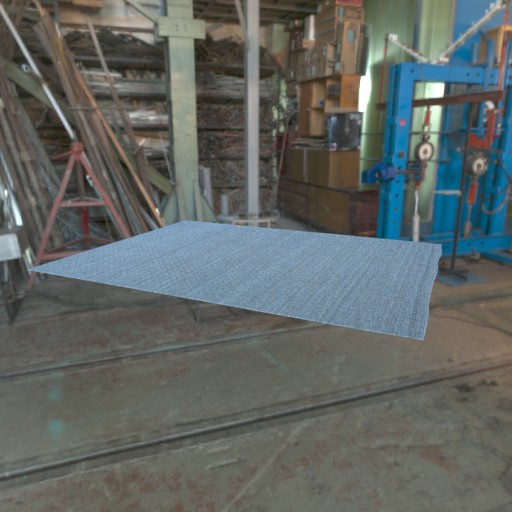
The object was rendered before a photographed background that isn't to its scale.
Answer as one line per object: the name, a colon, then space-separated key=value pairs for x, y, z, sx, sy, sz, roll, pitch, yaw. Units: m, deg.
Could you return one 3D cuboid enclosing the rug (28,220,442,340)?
rug: x=0.000 y=0.000 z=4.216 sx=3.200 sy=0.007 sz=2.443 roll=7 pitch=17 yaw=24
